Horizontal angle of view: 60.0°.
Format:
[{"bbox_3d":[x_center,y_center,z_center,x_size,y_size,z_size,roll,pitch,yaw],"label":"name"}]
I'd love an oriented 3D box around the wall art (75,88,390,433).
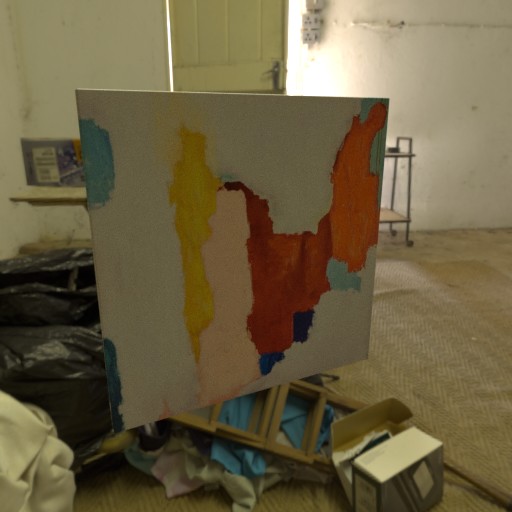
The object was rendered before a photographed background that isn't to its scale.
[{"bbox_3d":[0.000,0.000,1.482,1.017,1.017,0.044,-8,19,-25],"label":"wall art"}]
